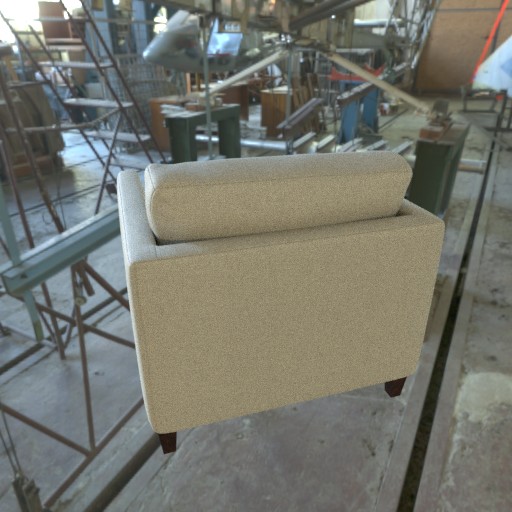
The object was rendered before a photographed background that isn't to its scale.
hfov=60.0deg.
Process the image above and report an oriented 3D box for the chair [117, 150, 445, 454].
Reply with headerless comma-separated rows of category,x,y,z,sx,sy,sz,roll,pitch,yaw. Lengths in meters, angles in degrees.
chair,0.000,0.000,1.759,0.996,0.919,0.959,-8,27,-16
